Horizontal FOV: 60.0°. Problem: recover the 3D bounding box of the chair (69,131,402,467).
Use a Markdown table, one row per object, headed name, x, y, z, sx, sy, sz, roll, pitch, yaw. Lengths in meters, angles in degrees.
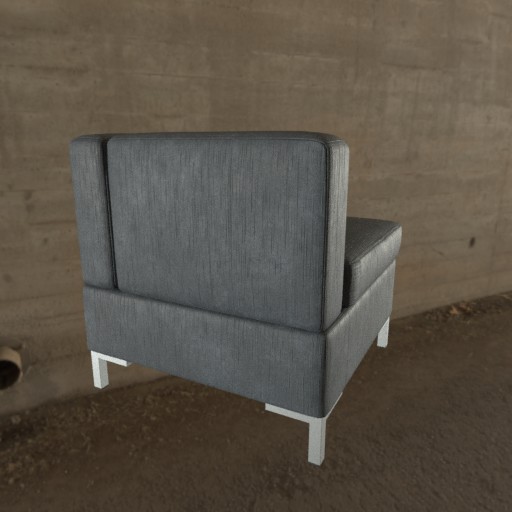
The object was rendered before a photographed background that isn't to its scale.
| name | x | y | z | sx | sy | sz | roll | pitch | yaw |
| --- | --- | --- | --- | --- | --- | --- | --- | --- | --- |
| chair | 0.000 | 0.000 | 1.237 | 0.680 | 0.660 | 0.680 | 8 | 16 | 27 |
